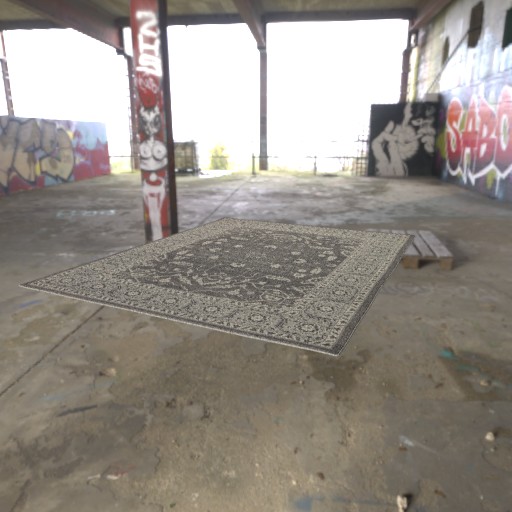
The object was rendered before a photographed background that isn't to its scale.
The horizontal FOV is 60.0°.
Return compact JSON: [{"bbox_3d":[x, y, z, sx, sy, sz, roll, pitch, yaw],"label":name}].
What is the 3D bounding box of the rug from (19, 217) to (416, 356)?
[{"bbox_3d":[0.000,0.000,4.099,2.451,0.026,3.069,7,17,25],"label":"rug"}]
